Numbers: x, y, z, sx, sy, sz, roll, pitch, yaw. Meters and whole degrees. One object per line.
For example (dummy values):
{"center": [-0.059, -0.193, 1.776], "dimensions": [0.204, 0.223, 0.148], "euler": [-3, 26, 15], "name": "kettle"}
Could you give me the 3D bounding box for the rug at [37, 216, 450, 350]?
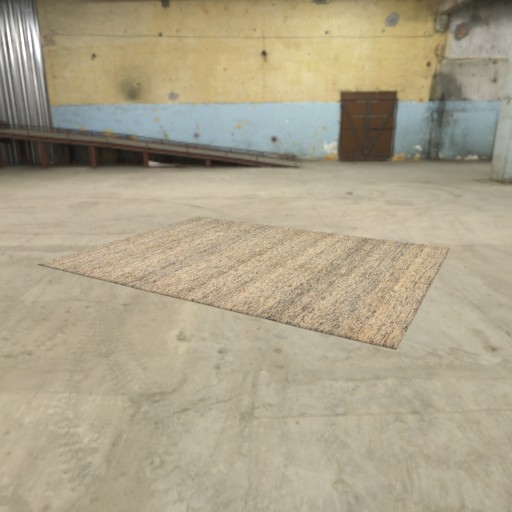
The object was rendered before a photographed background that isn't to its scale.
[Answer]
{"center": [0.000, 0.000, 4.278], "dimensions": [3.199, 0.036, 2.414], "euler": [9, 19, 28], "name": "rug"}
